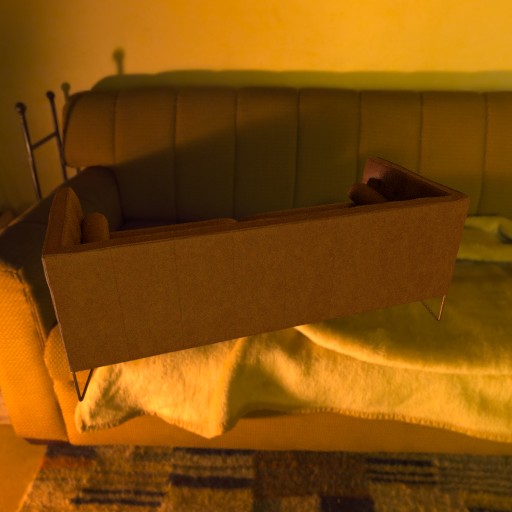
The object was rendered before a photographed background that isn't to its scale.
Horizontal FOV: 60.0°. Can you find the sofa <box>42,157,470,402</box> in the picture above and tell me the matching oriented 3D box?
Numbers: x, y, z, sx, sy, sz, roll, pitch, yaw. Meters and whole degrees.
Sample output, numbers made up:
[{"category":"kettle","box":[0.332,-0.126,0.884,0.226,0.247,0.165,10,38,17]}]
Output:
[{"category":"sofa","box":[0.000,0.000,2.555,2.079,0.798,0.912,-9,29,-16]}]
